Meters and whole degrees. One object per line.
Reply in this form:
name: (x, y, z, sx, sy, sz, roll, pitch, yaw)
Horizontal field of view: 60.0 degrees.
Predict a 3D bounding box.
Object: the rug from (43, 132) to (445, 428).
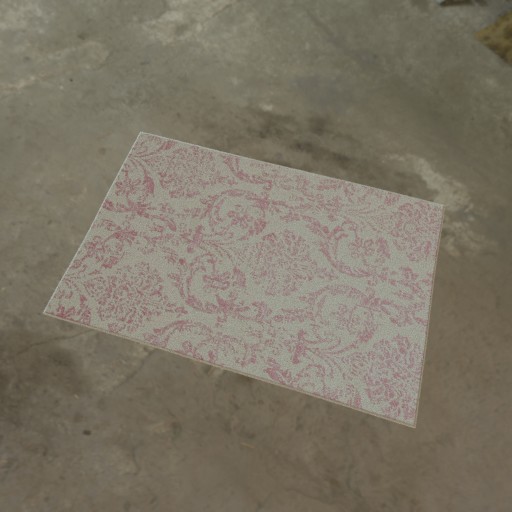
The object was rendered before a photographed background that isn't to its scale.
rug: (0.000, 0.000, 2.334, 1.839, 0.012, 1.219, 15, 65, 7)
